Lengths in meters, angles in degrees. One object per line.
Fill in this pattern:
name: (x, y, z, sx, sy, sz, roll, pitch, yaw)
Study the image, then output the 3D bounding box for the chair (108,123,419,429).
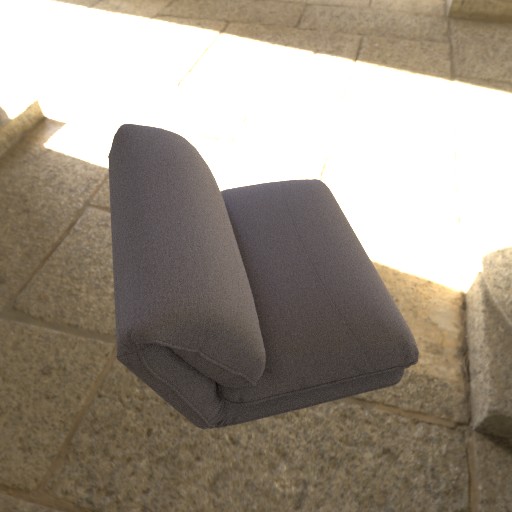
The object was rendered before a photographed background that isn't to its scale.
chair: (0.000, 0.000, 1.356, 0.780, 0.580, 0.820, -11, 49, -9)
